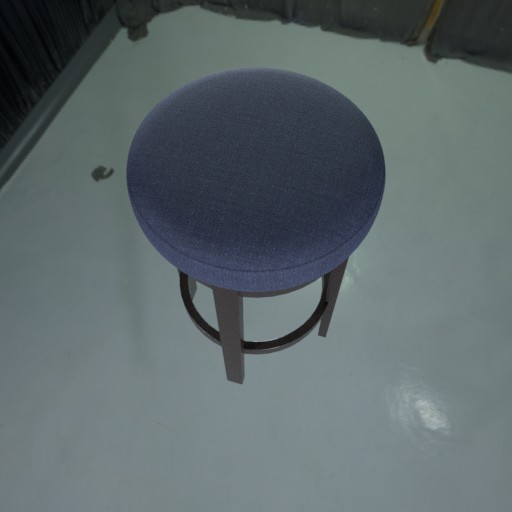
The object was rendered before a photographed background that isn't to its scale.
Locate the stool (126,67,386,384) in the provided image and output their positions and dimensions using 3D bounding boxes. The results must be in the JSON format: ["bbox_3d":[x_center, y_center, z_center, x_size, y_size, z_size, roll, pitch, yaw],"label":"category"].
[{"bbox_3d":[0.000,0.000,1.033,0.446,0.758,0.446,0,63,0],"label":"stool"}]
